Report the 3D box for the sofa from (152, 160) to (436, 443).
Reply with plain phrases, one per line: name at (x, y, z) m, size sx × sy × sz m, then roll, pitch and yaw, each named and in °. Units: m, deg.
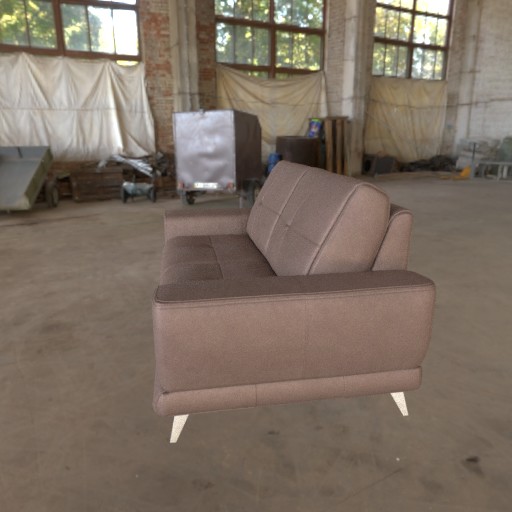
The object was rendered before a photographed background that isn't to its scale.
sofa at (0.000, 0.000, 2.330) m, size 1.018 × 0.907 × 1.806 m, roll -3°, pitch 16°, yaw -10°
